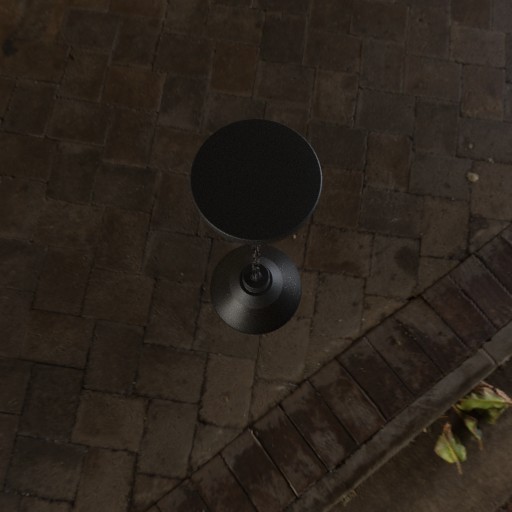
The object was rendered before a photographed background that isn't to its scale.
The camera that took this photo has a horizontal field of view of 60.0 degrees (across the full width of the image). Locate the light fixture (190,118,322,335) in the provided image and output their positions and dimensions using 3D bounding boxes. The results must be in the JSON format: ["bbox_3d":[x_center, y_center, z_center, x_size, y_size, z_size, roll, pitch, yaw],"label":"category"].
[{"bbox_3d":[0.000,0.000,0.687,0.201,0.588,0.201,-4,76,-1],"label":"light fixture"}]
